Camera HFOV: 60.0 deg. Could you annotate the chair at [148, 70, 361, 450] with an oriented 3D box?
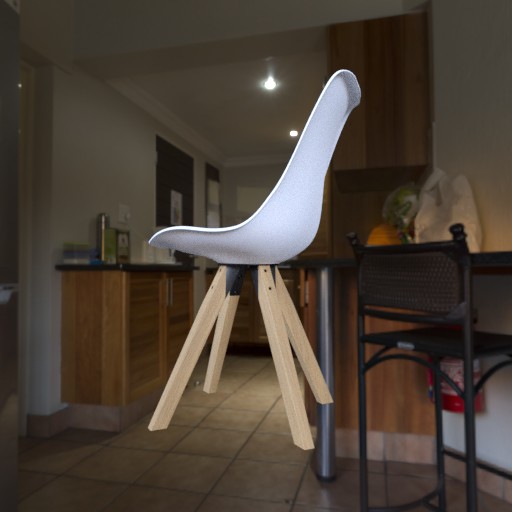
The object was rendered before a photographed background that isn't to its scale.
[{"bbox_3d":[0.000,0.000,1.189,0.550,0.849,0.485,0,-1,17],"label":"chair"}]
